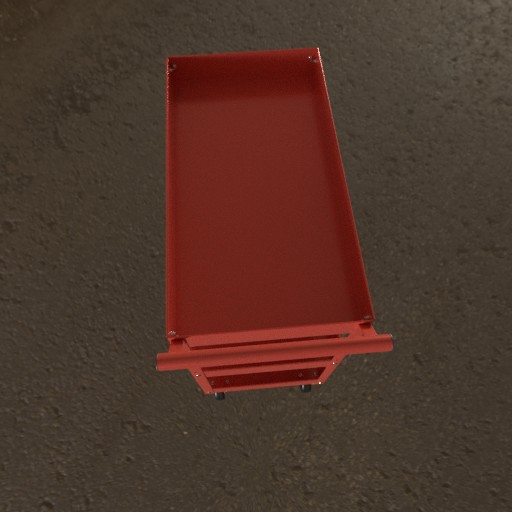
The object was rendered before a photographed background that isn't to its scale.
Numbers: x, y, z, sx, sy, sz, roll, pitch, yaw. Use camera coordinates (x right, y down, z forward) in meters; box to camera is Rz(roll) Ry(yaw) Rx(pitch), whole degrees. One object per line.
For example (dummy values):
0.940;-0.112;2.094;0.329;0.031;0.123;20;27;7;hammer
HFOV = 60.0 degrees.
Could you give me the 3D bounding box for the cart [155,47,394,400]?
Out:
0.000;0.000;1.177;0.366;0.780;0.719;-4;65;-2;cart
